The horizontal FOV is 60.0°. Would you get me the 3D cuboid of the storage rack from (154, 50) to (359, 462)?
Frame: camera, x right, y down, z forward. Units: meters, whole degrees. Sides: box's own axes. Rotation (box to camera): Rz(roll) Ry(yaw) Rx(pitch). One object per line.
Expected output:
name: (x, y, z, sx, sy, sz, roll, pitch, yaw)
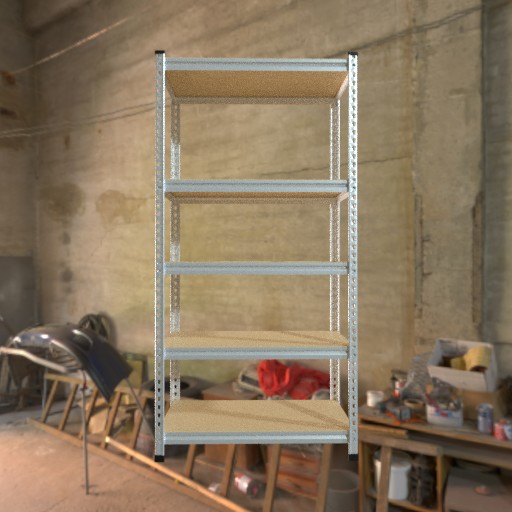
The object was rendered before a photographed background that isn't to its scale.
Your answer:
storage rack: (0.000, 0.000, 2.202, 0.914, 1.829, 0.457, 0, 0, -1)
